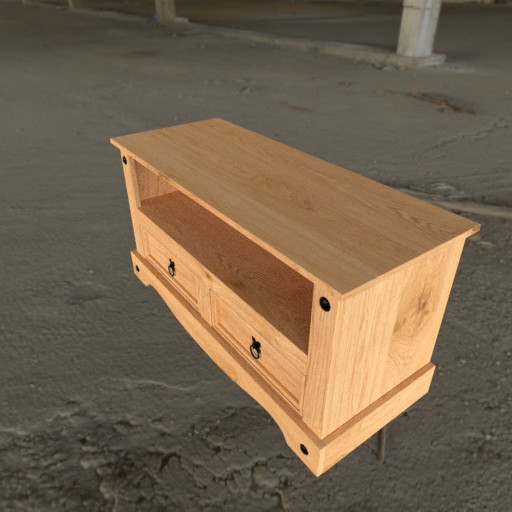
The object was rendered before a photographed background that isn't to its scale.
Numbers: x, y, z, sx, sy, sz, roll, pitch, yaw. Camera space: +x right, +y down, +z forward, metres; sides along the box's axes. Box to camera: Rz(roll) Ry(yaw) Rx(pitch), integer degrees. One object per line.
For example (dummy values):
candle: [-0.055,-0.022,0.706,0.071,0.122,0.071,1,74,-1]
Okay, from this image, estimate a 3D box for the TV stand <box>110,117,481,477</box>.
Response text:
TV stand: [0.000,0.000,1.381,0.440,0.550,1.080,-22,38,-30]
